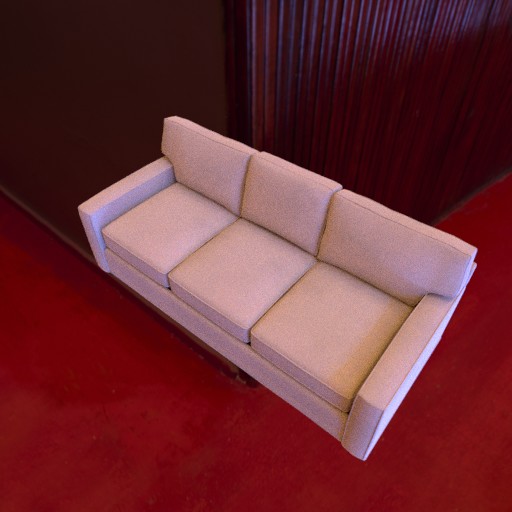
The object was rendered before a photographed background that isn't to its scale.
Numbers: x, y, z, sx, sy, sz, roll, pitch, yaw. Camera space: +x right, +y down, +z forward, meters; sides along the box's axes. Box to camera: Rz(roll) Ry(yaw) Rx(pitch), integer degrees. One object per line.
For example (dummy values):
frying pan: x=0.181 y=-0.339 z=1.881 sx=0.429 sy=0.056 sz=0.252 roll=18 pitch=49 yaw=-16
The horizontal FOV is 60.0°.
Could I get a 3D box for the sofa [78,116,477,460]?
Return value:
sofa: x=0.000 y=0.000 z=2.575 sx=2.088 sy=0.862 sz=0.935 roll=30 pitch=52 yaw=27
